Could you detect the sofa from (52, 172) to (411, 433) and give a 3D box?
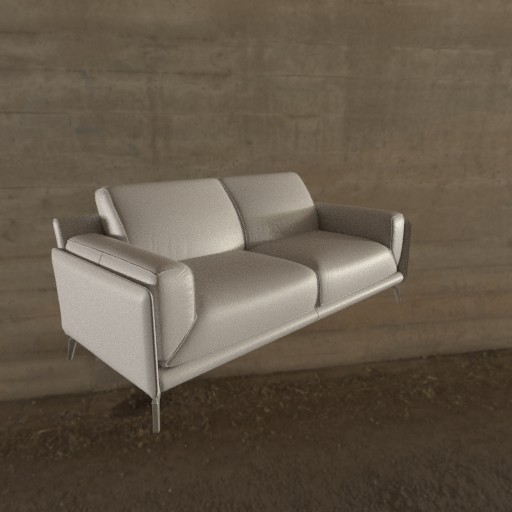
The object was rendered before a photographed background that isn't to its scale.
[{"bbox_3d":[0.000,0.000,2.657,1.049,0.930,2.101,14,20,43],"label":"sofa"}]
